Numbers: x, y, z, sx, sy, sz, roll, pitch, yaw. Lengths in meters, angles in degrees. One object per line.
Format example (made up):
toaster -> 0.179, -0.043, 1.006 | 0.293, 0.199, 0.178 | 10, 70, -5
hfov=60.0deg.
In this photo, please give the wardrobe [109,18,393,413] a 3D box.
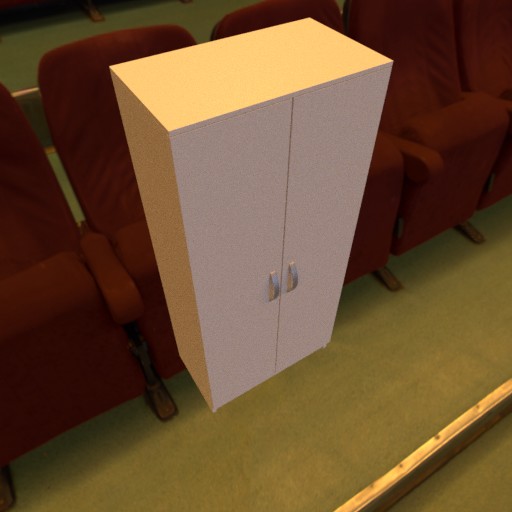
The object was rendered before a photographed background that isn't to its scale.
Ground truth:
wardrobe -> 0.000, 0.000, 1.972 | 0.760, 1.700, 0.470 | -25, 52, -21
